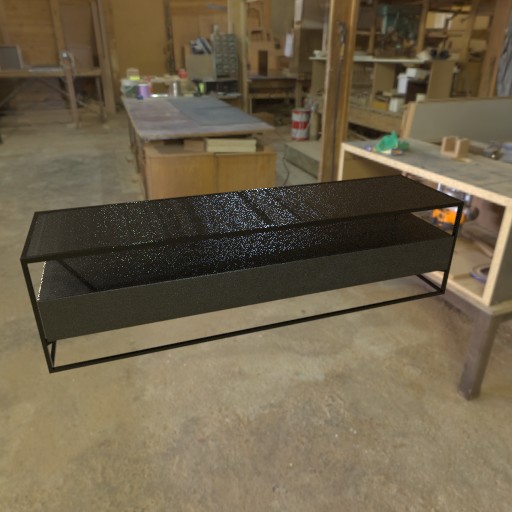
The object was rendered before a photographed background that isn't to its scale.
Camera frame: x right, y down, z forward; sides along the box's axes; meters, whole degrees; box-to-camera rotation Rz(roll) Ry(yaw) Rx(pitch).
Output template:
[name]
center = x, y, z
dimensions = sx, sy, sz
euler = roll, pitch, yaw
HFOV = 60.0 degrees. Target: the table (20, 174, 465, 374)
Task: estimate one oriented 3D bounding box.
[table]
center = 0.000, 0.000, 1.671
dimensions = 1.486, 0.395, 0.399
euler = -8, 27, -17
